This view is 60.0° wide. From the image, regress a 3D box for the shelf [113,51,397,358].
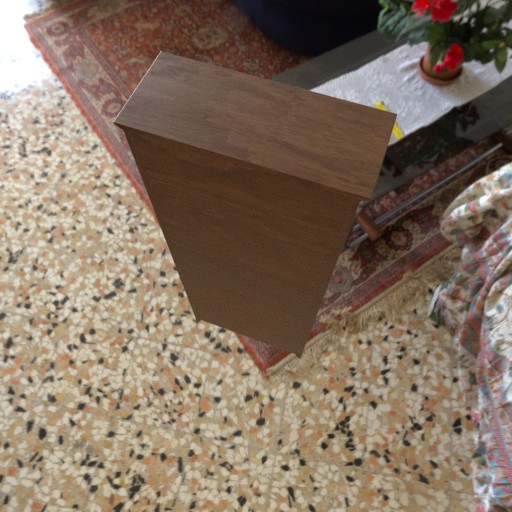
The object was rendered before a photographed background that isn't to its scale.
[{"bbox_3d":[0.000,0.000,2.209,0.805,1.905,0.335,18,65,9],"label":"shelf"}]
